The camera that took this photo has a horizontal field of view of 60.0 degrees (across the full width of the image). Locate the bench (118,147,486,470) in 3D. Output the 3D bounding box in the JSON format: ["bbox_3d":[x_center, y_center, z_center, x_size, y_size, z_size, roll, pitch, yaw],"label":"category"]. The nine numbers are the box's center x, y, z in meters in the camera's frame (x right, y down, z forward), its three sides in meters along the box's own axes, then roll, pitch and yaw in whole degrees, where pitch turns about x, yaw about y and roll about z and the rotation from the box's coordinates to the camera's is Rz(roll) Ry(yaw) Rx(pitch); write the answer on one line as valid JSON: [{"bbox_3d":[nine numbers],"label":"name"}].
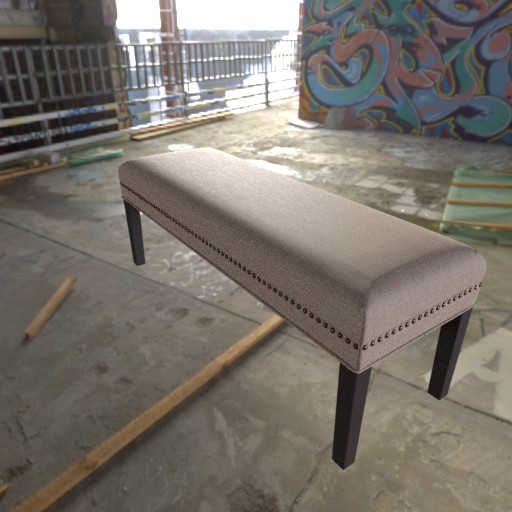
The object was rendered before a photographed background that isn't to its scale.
[{"bbox_3d":[0.000,0.000,1.403,0.410,0.457,1.219,-18,32,-31],"label":"bench"}]
